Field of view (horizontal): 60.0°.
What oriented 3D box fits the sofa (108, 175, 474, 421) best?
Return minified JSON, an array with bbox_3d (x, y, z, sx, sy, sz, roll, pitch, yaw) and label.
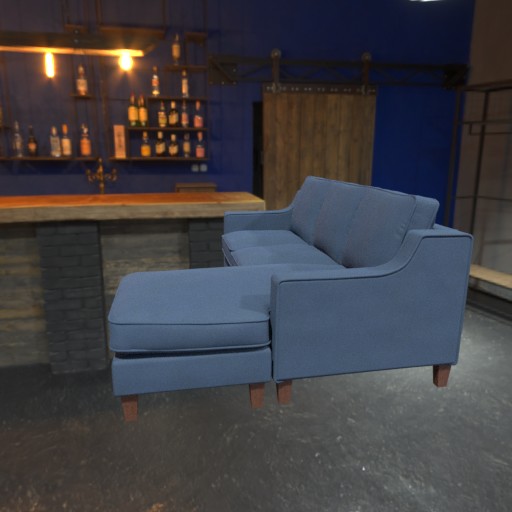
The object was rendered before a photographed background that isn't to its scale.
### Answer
[{"bbox_3d":[0.000,0.000,3.255,1.858,1.066,2.317,-3,14,-10],"label":"sofa"}]
